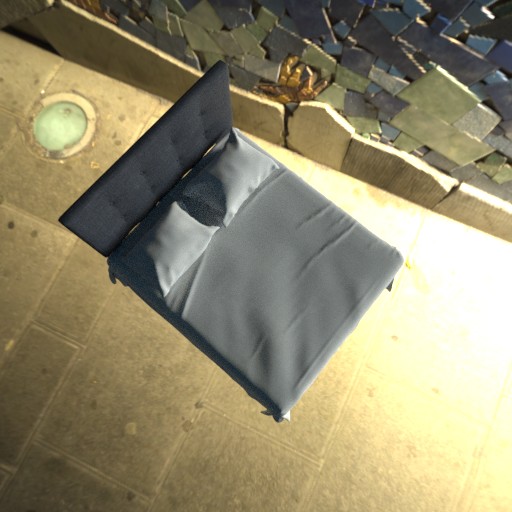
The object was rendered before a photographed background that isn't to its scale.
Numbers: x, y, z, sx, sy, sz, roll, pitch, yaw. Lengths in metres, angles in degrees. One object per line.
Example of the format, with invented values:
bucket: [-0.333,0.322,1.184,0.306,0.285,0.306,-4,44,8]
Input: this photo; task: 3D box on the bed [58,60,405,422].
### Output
bed: [0.000,0.000,3.642,2.222,1.577,1.936,39,79,9]
